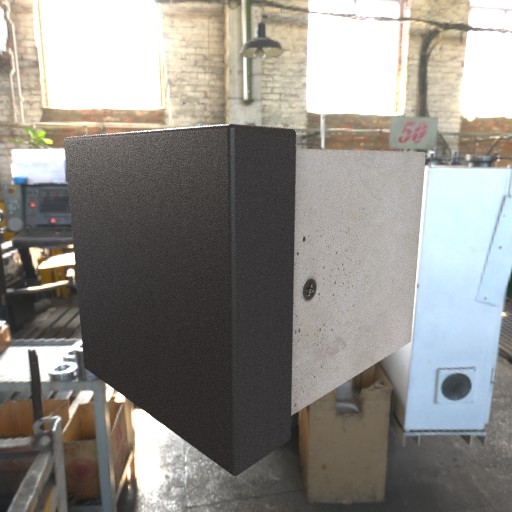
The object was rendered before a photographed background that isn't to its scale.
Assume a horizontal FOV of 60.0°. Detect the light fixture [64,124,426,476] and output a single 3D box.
[{"bbox_3d":[0.000,0.000,0.234,0.121,0.121,0.143,12,17,43],"label":"light fixture"}]
